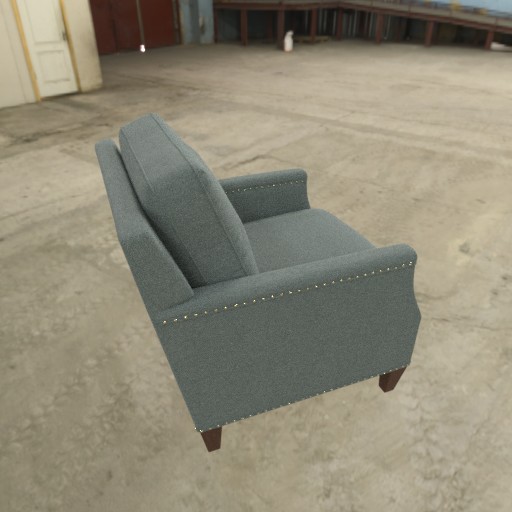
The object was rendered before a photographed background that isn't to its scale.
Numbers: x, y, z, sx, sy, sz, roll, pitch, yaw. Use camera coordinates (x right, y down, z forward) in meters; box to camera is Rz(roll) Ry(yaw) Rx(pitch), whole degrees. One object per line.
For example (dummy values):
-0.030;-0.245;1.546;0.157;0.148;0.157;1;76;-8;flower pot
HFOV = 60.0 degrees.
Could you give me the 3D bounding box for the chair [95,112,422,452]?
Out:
0.000;0.000;1.755;1.031;1.031;0.885;-11;33;-18;chair
